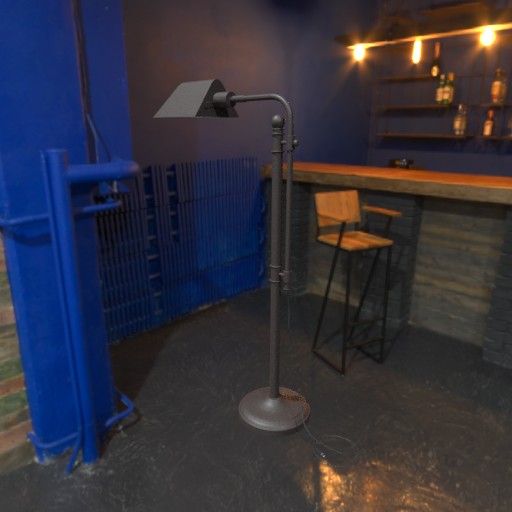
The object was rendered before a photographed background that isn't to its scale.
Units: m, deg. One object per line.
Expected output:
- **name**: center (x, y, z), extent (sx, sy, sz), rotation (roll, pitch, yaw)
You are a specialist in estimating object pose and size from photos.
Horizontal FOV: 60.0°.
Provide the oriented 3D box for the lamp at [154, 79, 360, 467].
- **lamp**: center (0.000, 0.000, 0.930), extent (0.159, 0.708, 0.545), rotation (-15, 22, -42)
